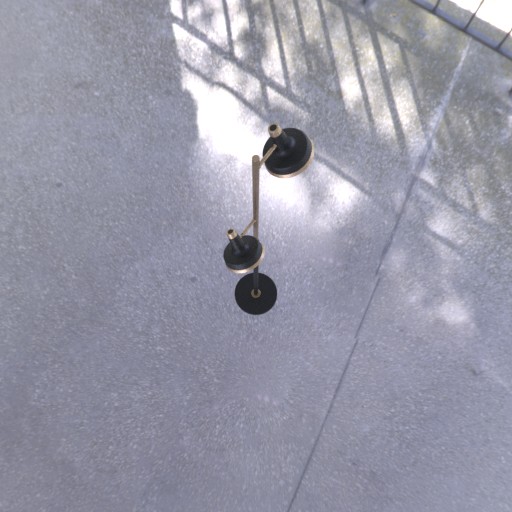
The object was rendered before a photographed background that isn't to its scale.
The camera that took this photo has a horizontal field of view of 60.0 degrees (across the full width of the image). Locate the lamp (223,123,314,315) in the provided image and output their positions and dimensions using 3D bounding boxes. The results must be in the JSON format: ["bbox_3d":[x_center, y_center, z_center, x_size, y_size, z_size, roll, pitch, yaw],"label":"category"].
[{"bbox_3d":[0.000,0.000,1.817,0.253,1.674,0.351,36,78,9],"label":"lamp"}]
